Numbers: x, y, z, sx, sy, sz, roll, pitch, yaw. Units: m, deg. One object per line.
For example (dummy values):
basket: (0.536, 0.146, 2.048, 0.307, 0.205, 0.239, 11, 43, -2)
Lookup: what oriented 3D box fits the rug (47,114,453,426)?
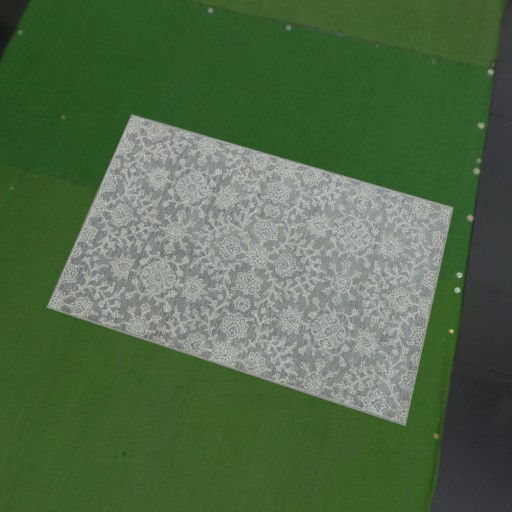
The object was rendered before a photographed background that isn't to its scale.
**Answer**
rug: (0.000, 0.000, 3.026, 2.430, 0.010, 1.515, 17, 76, 4)
